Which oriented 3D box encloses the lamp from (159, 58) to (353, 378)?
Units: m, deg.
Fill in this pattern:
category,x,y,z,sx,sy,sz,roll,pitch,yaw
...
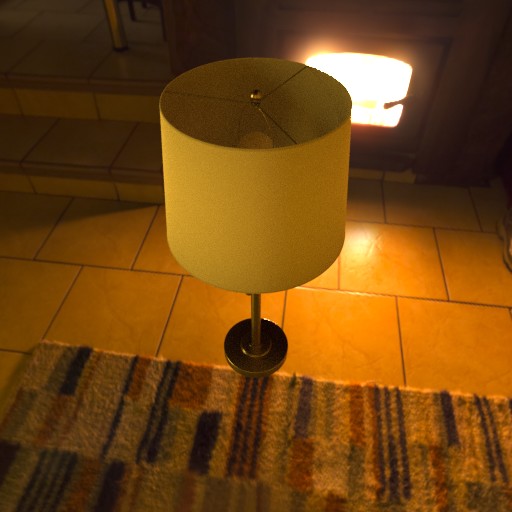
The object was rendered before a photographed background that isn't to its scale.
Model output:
category,x,y,z,sx,sy,sz,roll,pitch,yaw
lamp,0.000,0.000,0.896,0.333,0.696,0.333,0,46,0
